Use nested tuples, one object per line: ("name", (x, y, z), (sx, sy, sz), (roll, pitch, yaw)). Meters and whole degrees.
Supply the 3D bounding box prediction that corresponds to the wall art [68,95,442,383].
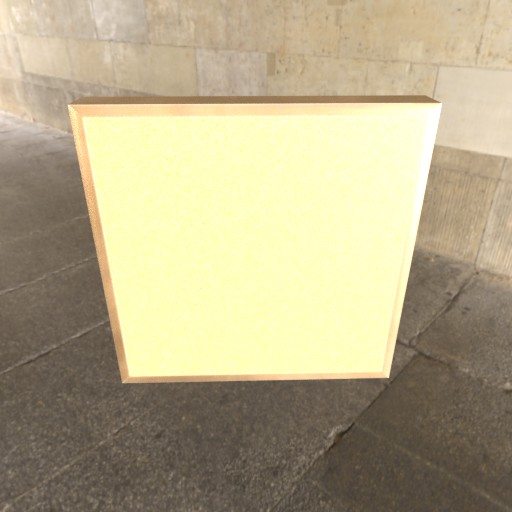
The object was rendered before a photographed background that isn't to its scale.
("wall art", (0.000, 0.000, 0.450), (0.305, 0.303, 0.038), (-1, 29, -1))
